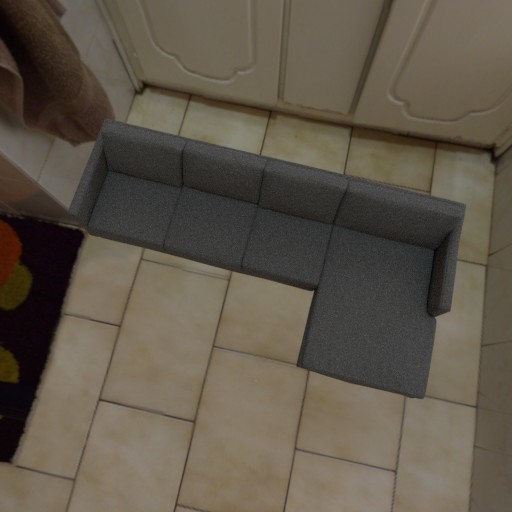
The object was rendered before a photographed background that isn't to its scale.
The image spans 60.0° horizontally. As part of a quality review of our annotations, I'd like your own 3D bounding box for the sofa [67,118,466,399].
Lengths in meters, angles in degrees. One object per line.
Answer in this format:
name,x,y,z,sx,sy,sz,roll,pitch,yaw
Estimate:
sofa,0.000,0.000,3.798,3.186,0.846,1.625,14,75,4
